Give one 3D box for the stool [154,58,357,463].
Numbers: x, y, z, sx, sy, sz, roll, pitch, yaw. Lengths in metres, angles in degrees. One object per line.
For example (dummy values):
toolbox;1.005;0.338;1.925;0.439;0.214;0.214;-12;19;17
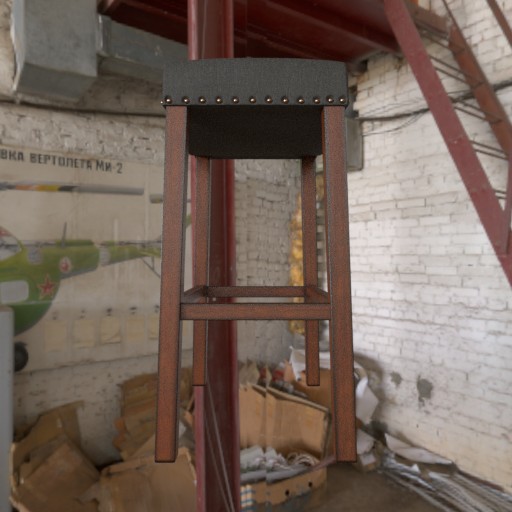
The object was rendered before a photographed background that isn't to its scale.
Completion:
stool;0.000;0.000;1.049;0.366;0.748;0.502;0;0;0
